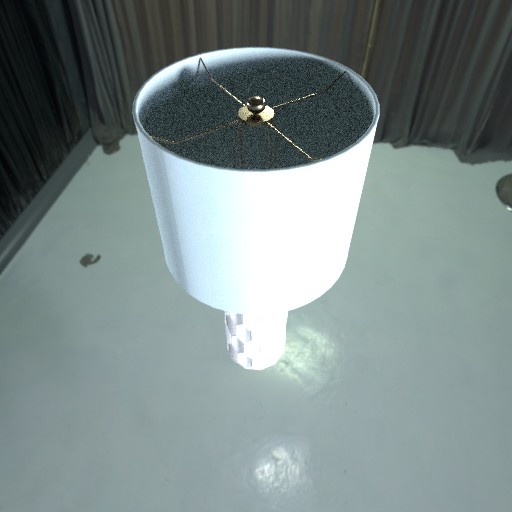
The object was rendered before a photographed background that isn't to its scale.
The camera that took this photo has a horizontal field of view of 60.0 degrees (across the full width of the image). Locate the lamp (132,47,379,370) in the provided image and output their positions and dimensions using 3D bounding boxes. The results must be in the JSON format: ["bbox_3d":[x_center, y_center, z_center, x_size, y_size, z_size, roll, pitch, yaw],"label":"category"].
[{"bbox_3d":[0.000,0.000,0.701,0.277,0.534,0.277,4,48,4],"label":"lamp"}]
